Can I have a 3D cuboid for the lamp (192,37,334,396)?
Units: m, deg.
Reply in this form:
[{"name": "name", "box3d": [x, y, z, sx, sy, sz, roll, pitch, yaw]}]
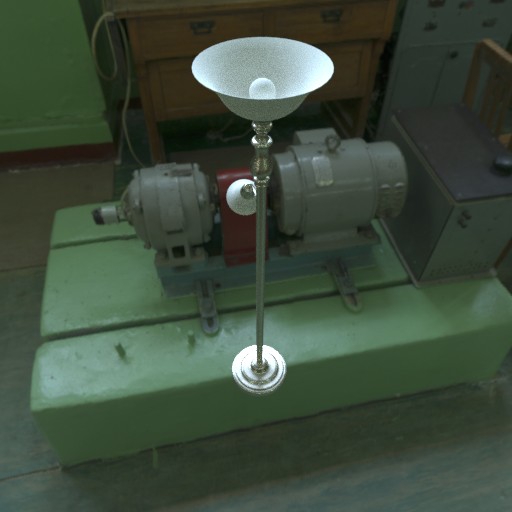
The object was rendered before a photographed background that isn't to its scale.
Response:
[{"name": "lamp", "box3d": [0.000, 0.000, 1.980, 0.405, 1.785, 0.575, -10, 48, -9]}]
